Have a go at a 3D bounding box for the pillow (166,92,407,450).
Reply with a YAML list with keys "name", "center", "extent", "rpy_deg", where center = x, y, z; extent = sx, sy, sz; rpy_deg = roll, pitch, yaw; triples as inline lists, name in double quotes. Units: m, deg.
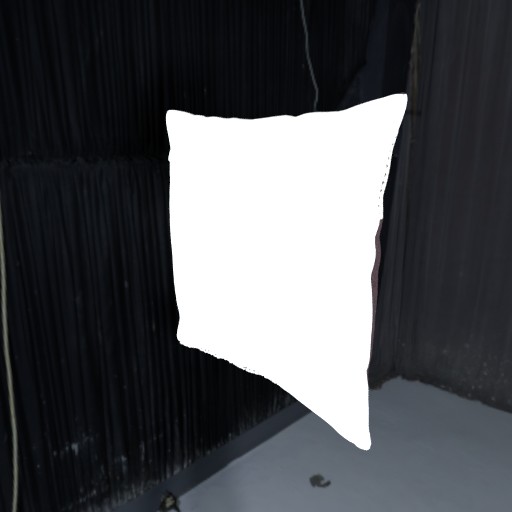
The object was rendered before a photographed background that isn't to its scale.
- name: "pillow"
  center: [0.000, 0.000, 0.718]
  extent: [0.178, 0.473, 0.475]
  rpy_deg: [-15, 21, -42]
